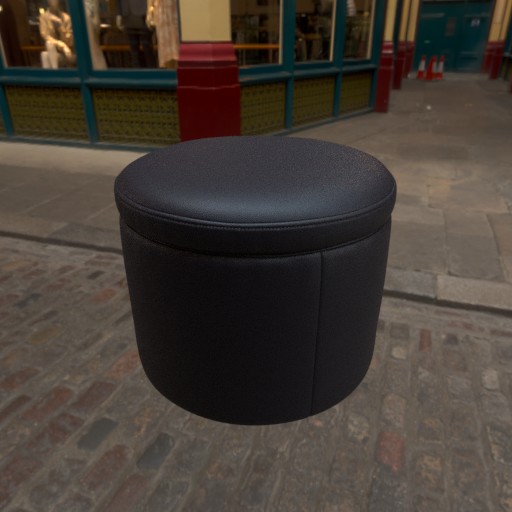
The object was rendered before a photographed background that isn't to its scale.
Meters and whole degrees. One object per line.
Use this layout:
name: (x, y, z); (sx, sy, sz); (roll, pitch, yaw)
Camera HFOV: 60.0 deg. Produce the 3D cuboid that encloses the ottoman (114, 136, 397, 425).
ottoman: (0.000, 0.000, 0.884); (0.501, 0.409, 0.501); (0, 27, 0)
